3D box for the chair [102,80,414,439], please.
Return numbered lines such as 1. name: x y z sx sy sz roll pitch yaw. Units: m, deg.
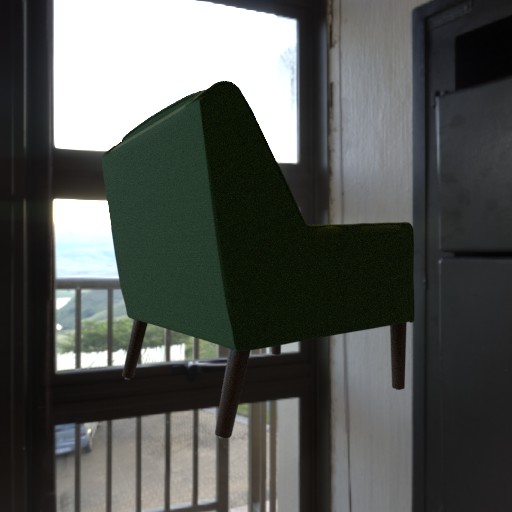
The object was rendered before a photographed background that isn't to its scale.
1. chair: 0.000 0.000 1.361 0.743 0.792 0.663 0 0 -36
